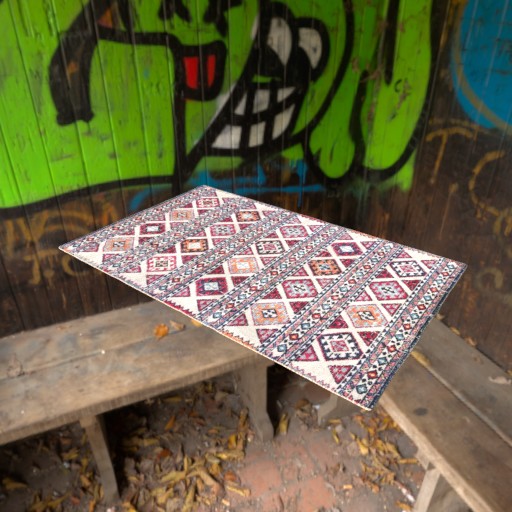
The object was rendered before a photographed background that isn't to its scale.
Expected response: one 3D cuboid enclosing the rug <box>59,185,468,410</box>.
[{"bbox_3d":[0.000,0.000,3.101,2.440,0.010,1.545,21,36,31],"label":"rug"}]
